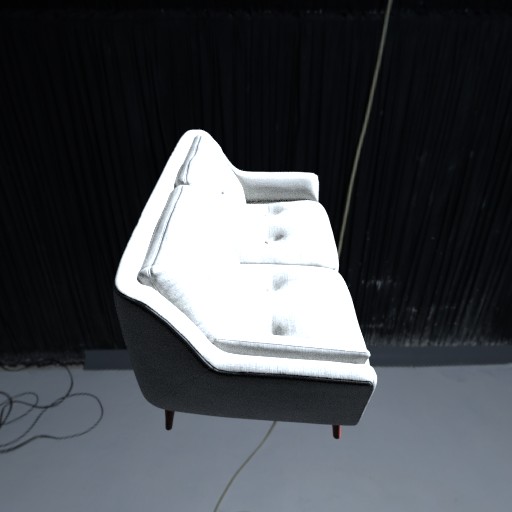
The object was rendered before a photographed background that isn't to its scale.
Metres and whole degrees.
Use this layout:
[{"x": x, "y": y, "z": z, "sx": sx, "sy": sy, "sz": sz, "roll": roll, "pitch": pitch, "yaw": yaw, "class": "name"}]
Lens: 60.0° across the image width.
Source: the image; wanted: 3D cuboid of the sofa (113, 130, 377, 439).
[{"x": 0.000, "y": 0.000, "z": 2.395, "sx": 0.976, "sy": 0.897, "sz": 1.930, "roll": 0, "pitch": 32, "yaw": 0, "class": "sofa"}]
